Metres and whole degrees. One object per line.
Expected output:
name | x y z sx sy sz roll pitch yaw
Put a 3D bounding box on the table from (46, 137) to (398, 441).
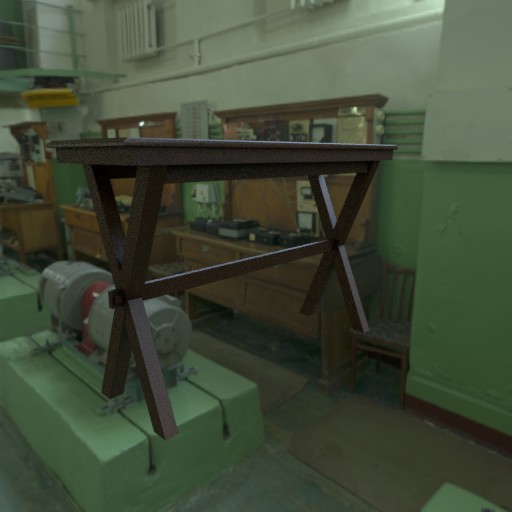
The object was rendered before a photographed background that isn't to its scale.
table | 0.000 0.000 1.551 0.399 0.763 1.197 12 18 43
